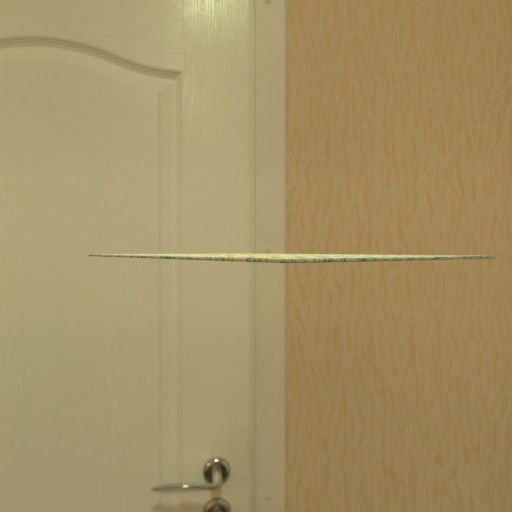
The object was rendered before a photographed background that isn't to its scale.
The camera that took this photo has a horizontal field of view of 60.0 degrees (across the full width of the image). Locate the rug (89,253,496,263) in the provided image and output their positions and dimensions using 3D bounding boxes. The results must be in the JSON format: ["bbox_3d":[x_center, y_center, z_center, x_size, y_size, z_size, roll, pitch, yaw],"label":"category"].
[{"bbox_3d":[0.000,0.000,2.992,1.524,0.015,2.439,-1,1,-36],"label":"rug"}]
